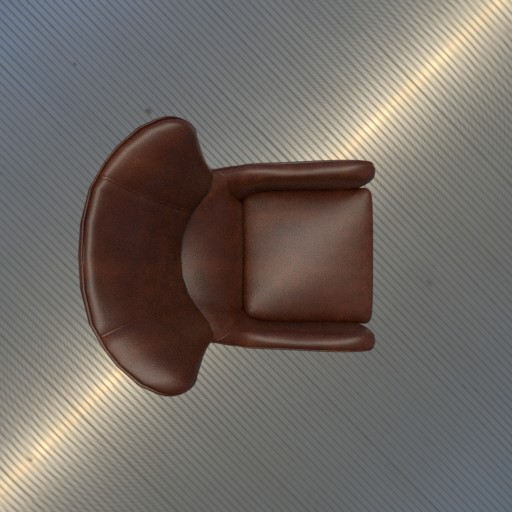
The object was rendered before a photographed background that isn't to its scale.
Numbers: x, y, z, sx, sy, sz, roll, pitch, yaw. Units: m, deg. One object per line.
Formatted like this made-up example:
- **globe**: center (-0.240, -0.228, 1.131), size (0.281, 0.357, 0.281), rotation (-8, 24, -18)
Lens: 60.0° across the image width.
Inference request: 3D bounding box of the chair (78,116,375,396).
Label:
- **chair**: center (0.000, 0.000, 1.598), size (0.914, 1.048, 0.692), rotation (0, 90, -2)
